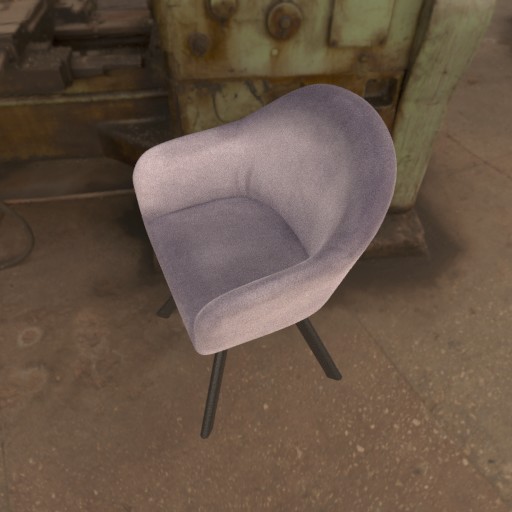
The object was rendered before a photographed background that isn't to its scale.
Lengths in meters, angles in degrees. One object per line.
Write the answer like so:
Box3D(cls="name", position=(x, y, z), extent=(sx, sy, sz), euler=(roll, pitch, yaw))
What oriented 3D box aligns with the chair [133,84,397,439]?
Box3D(cls="chair", position=(0.000, 0.000, 1.166), extent=(0.540, 0.780, 0.570), euler=(-18, 49, -17))
